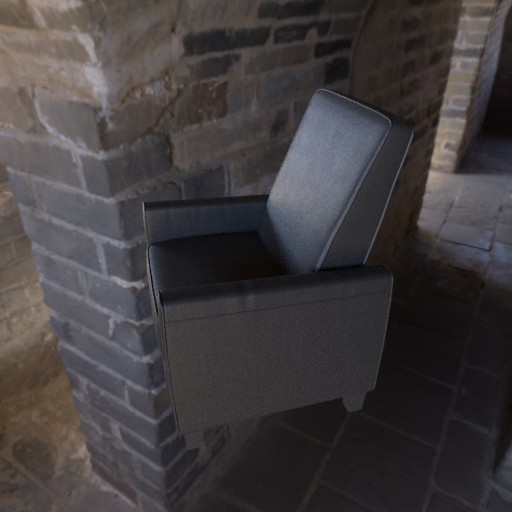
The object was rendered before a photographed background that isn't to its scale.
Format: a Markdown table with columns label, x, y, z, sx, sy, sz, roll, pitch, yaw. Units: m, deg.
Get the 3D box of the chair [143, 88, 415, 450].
| label | x | y | z | sx | sy | sz | roll | pitch | yaw |
| --- | --- | --- | --- | --- | --- | --- | --- | --- | --- |
| chair | 0.000 | 0.000 | 1.540 | 0.746 | 1.013 | 0.705 | -8 | 32 | -14 |
